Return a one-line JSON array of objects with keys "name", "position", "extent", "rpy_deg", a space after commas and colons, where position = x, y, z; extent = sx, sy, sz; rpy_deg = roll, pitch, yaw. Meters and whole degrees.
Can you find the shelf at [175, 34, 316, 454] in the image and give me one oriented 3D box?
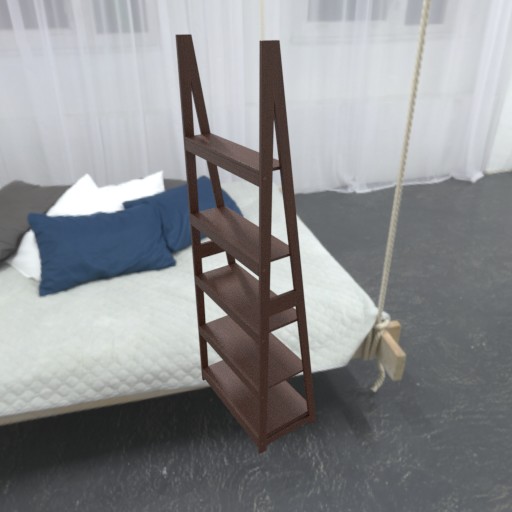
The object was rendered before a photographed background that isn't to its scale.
[{"name": "shelf", "position": [0.000, 0.000, 1.990], "extent": [0.350, 1.770, 0.600], "rpy_deg": [-17, 33, -29]}]
